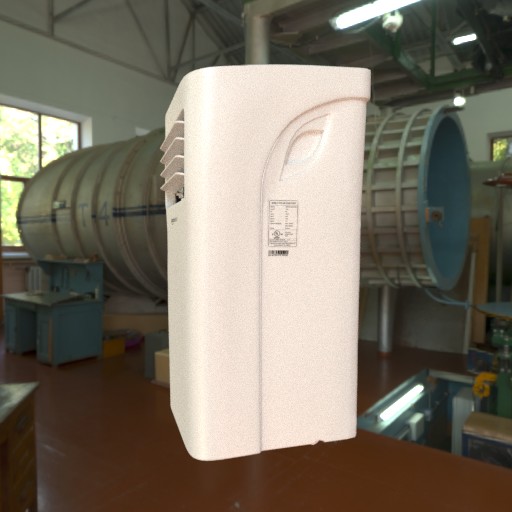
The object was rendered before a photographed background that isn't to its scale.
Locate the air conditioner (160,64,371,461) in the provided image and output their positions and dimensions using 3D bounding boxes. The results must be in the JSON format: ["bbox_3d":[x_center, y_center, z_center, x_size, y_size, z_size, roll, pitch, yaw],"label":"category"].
[{"bbox_3d":[0.000,0.000,0.934,0.369,0.716,0.352,-1,2,-18],"label":"air conditioner"}]
